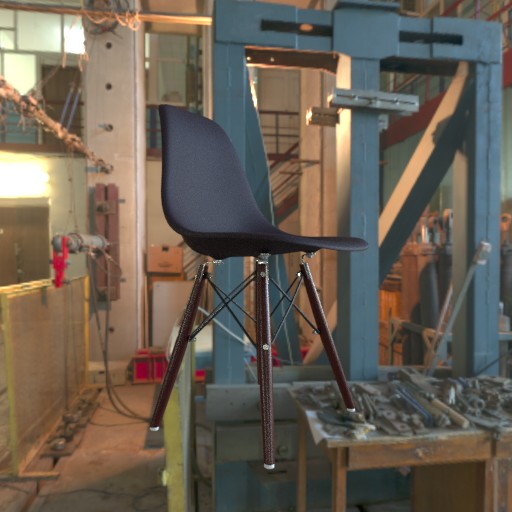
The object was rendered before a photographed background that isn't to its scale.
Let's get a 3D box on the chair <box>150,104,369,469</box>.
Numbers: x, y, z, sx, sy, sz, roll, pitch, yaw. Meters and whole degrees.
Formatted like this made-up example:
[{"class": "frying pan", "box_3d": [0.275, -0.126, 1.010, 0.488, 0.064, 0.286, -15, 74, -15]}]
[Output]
[{"class": "chair", "box_3d": [0.000, 0.000, 1.126, 0.533, 0.826, 0.470, 1, 1, 36]}]
